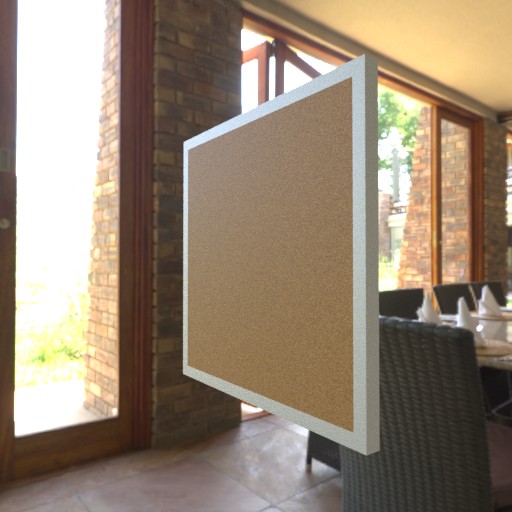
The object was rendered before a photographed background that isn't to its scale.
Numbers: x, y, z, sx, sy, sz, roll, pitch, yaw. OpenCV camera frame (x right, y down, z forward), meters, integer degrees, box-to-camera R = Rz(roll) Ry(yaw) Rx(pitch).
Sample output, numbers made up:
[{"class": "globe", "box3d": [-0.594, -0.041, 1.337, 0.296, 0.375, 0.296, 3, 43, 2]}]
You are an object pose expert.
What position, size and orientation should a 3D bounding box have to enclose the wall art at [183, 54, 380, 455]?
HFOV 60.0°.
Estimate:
[{"class": "wall art", "box3d": [0.000, 0.000, 1.160, 0.038, 0.762, 0.762, 1, -1, -36]}]
